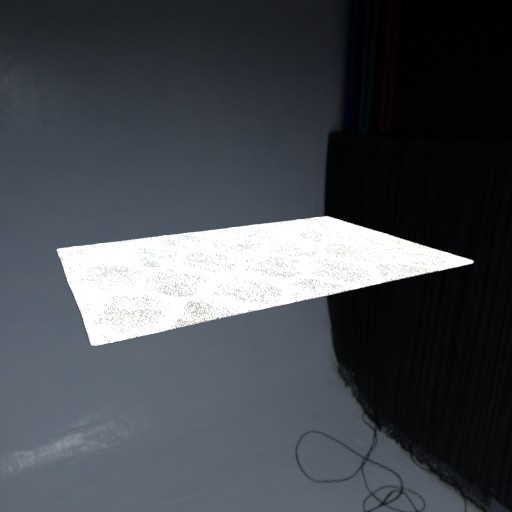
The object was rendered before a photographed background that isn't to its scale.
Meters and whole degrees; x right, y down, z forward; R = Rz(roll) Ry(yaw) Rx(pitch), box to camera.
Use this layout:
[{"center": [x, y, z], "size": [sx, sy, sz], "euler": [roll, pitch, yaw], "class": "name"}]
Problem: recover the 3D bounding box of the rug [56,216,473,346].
[{"center": [0.000, 0.000, 3.423], "size": [2.701, 0.026, 1.801], "euler": [-9, 19, -27], "class": "rug"}]
